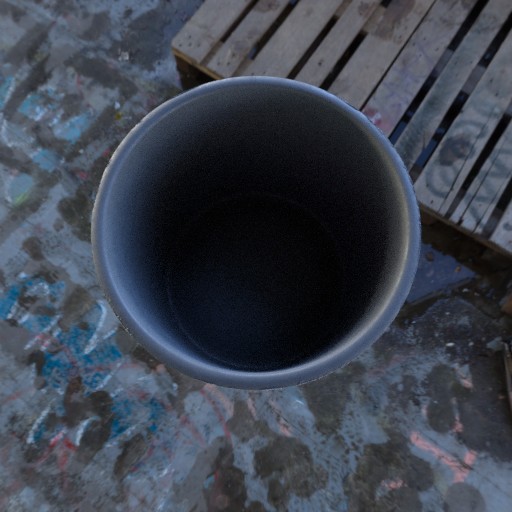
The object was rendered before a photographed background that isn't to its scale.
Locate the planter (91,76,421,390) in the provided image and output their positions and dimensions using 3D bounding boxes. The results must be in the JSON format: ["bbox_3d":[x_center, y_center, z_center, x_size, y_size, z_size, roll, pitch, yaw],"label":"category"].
[{"bbox_3d":[0.000,0.000,0.386,0.221,0.201,0.221,0,75,0],"label":"planter"}]
